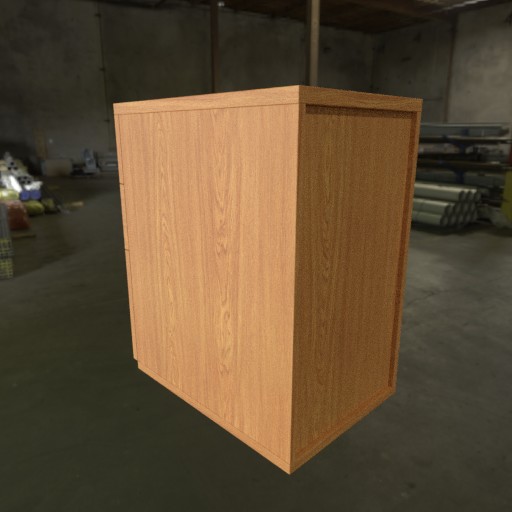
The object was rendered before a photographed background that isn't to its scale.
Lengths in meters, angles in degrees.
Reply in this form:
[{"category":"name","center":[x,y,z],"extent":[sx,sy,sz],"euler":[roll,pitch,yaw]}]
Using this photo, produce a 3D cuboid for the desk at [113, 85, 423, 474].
[{"category":"desk","center":[0.000,0.000,1.108],"extent":[0.404,0.730,0.600],"euler":[-15,21,-42]}]
